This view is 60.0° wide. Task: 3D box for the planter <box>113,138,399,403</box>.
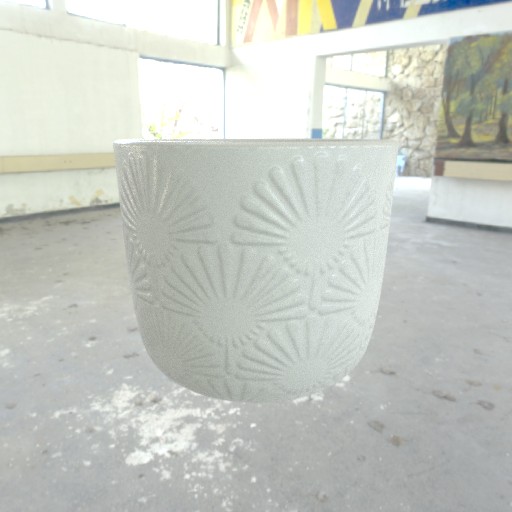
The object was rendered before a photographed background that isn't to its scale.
[{"bbox_3d":[0.000,0.000,0.215,0.124,0.109,0.124,0,15,0],"label":"planter"}]
